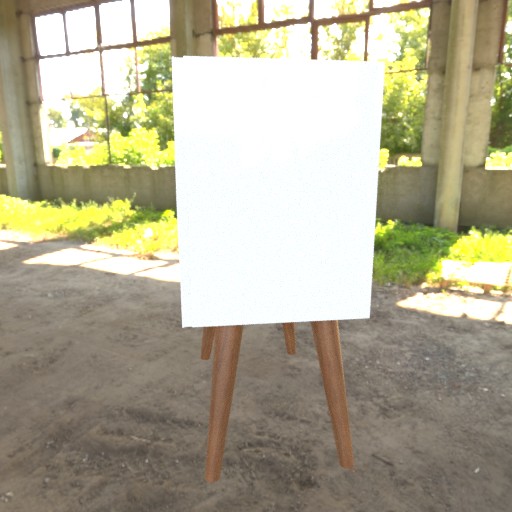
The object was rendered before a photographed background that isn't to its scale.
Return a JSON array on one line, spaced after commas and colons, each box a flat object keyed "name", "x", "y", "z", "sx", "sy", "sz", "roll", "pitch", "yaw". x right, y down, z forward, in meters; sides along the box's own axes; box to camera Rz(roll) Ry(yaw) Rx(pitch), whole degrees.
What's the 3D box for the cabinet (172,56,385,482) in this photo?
[{"name": "cabinet", "x": 0.000, "y": 0.000, "z": 1.069, "sx": 0.344, "sy": 0.772, "sz": 0.591, "roll": -2, "pitch": 13, "yaw": -8}]
